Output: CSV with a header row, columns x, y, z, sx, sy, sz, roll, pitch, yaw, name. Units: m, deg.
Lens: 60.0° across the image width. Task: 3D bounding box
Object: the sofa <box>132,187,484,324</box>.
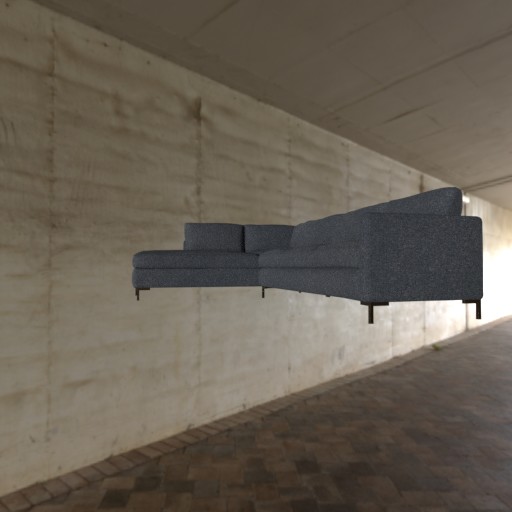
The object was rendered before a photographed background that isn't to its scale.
x,y,z,sx,sy,sz,roll,pitch,yaw,name
0.000,0.000,3.757,2.007,0.815,2.949,0,-2,-16,sofa
